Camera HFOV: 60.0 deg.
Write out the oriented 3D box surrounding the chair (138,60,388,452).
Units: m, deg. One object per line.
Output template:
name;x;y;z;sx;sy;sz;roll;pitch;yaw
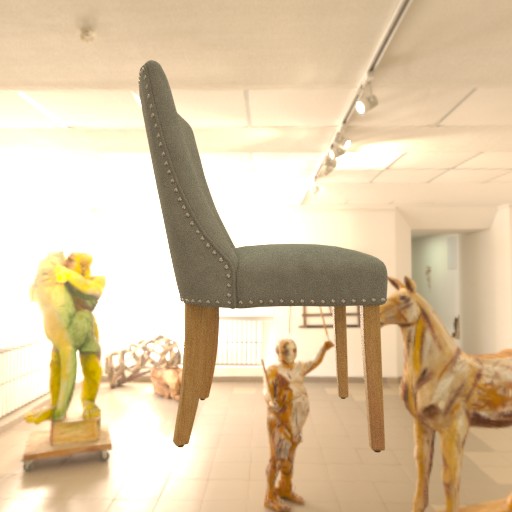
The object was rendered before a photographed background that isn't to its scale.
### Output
chair;0.000;0.000;1.236;0.610;0.902;0.495;0;-2;1
